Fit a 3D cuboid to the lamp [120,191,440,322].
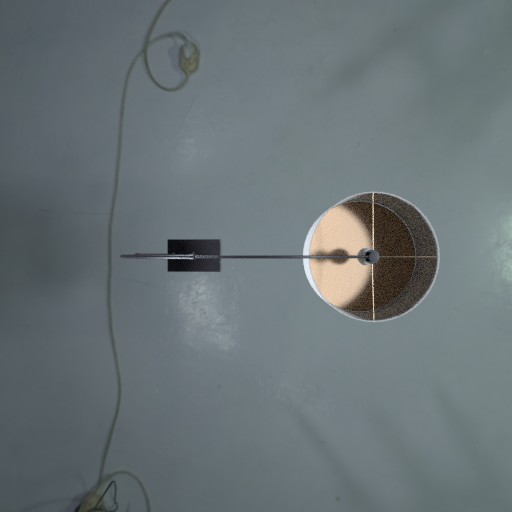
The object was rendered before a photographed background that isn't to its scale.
[{"bbox_3d":[0.000,0.000,2.529,1.424,1.927,0.493,0,90,1],"label":"lamp"}]
